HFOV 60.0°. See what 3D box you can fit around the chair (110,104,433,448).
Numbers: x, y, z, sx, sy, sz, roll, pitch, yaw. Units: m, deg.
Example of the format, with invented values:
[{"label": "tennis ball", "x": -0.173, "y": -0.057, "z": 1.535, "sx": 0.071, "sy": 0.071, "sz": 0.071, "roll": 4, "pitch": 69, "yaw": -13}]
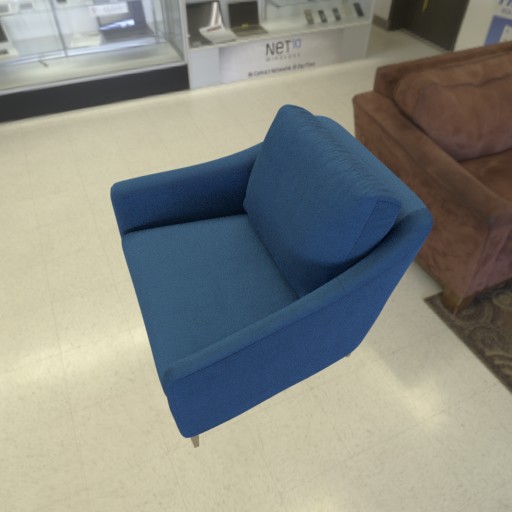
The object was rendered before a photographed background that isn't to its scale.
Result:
[{"label": "chair", "x": 0.000, "y": 0.000, "z": 1.744, "sx": 0.961, "sy": 0.899, "sz": 0.987, "roll": -16, "pitch": 48, "yaw": -15}]
